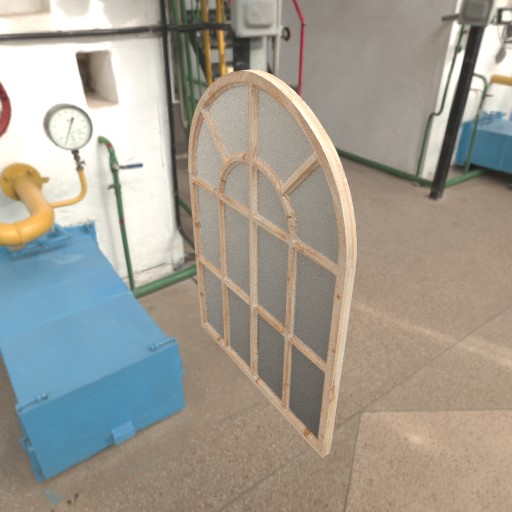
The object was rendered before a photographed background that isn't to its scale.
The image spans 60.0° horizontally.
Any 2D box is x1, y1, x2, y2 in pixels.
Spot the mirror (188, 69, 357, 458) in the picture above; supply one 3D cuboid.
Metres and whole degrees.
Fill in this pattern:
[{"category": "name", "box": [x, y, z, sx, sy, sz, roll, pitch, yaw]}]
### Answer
[{"category": "mirror", "box": [0.000, 0.000, 1.179, 0.032, 0.920, 0.660, -20, 37, -29]}]
